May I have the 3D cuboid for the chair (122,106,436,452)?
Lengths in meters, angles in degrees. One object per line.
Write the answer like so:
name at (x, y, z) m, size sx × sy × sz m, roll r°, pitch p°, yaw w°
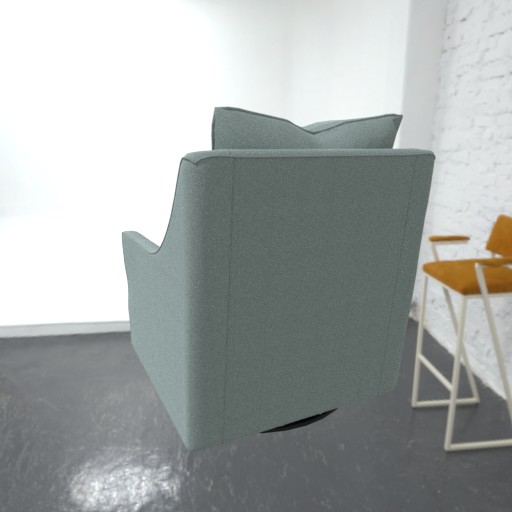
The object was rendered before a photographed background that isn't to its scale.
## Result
chair at (0.000, 0.000, 1.551) m, size 0.760 × 0.926 × 0.870 m, roll -7°, pitch 16°, yaw -26°
